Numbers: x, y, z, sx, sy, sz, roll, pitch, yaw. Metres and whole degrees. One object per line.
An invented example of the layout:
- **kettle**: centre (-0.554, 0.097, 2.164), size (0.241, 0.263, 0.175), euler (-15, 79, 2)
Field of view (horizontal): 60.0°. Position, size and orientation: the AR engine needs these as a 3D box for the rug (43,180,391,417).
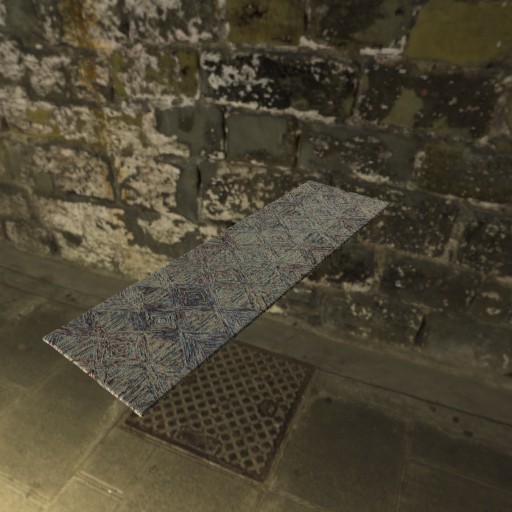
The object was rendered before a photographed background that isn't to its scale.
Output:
- **rug**: centre (0.000, 0.000, 2.599), size (0.688, 0.015, 2.292), euler (23, 39, 31)
